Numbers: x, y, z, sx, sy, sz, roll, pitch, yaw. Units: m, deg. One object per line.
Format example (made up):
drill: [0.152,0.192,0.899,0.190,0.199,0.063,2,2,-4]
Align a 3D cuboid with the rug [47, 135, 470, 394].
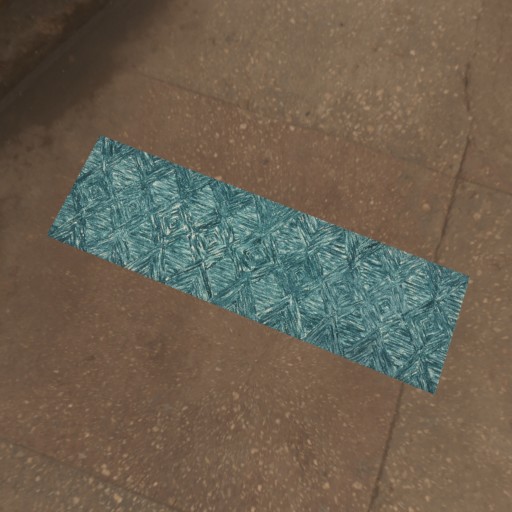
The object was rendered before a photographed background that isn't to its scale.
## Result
rug: [0.000,0.000,2.484,2.286,0.016,0.676,22,78,5]
